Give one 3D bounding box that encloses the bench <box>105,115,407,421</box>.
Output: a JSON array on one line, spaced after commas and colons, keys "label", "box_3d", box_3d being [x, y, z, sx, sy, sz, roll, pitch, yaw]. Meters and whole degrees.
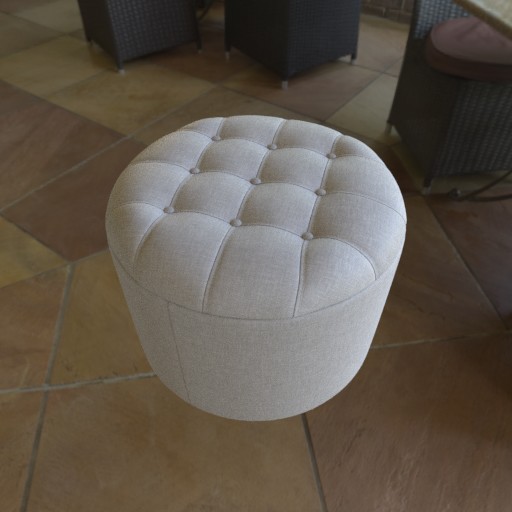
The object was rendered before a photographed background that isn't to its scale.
[{"label": "bench", "box_3d": [0.000, 0.000, 1.014, 0.600, 0.453, 0.600, 0, 46, 0]}]
